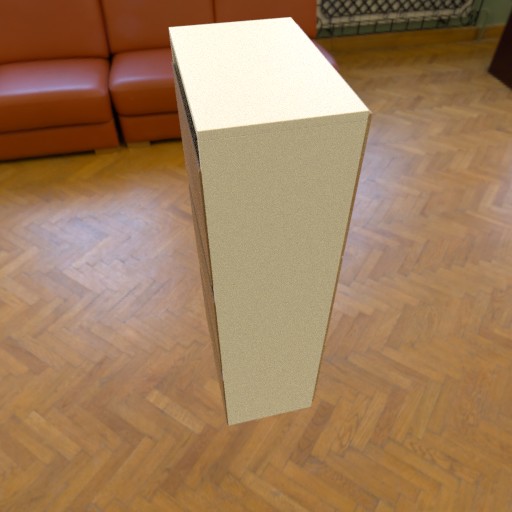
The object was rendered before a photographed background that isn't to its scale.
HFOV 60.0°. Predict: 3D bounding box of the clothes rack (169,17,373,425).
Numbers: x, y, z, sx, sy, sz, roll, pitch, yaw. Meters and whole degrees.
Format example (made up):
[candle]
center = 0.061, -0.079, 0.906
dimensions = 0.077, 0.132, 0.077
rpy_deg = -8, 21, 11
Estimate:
[clothes rack]
center = 0.000, 0.000, 1.370
dimensions = 0.331, 1.187, 0.500
rpy_deg = -10, 47, -9
